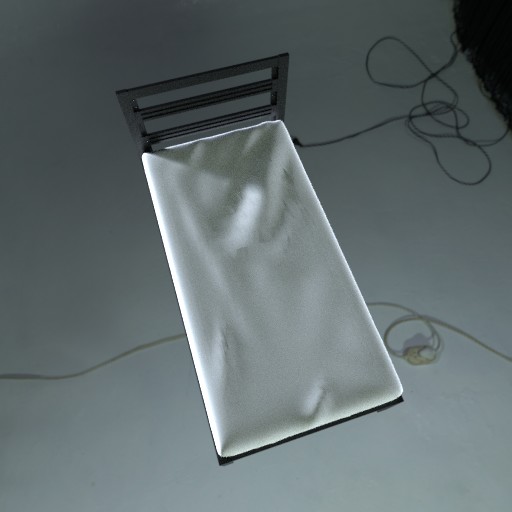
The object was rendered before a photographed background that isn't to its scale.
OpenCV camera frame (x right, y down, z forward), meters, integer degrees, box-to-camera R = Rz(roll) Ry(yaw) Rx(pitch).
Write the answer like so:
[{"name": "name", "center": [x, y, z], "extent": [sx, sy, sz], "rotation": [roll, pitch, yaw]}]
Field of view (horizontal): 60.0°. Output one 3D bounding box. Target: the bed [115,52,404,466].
[{"name": "bed", "center": [0.000, 0.000, 2.504], "extent": [0.991, 0.967, 1.930], "rotation": [-16, 65, -8]}]
